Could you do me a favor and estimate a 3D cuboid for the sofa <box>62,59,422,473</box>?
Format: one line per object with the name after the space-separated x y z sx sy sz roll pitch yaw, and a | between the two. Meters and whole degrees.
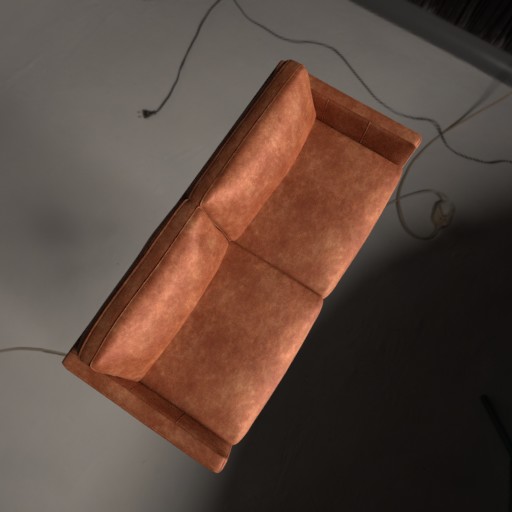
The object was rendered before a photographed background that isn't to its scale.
0.000 0.000 2.427 0.923 0.863 1.971 32 78 8 | sofa
